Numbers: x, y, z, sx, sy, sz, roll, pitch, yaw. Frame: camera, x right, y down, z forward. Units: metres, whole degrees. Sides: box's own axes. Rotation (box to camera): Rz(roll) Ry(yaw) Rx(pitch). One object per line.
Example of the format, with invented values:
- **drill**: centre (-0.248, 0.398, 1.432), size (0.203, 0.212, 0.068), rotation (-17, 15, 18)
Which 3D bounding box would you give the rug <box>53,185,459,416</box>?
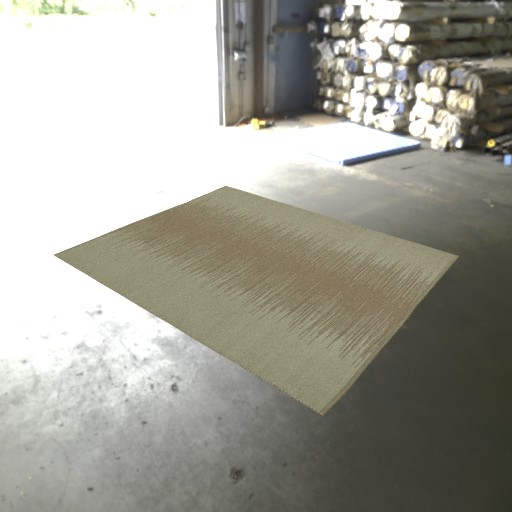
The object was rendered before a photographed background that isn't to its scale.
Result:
- **rug**: centre (0.000, 0.000, 4.236), size (3.048, 0.013, 2.438), rotation (22, 36, 33)
